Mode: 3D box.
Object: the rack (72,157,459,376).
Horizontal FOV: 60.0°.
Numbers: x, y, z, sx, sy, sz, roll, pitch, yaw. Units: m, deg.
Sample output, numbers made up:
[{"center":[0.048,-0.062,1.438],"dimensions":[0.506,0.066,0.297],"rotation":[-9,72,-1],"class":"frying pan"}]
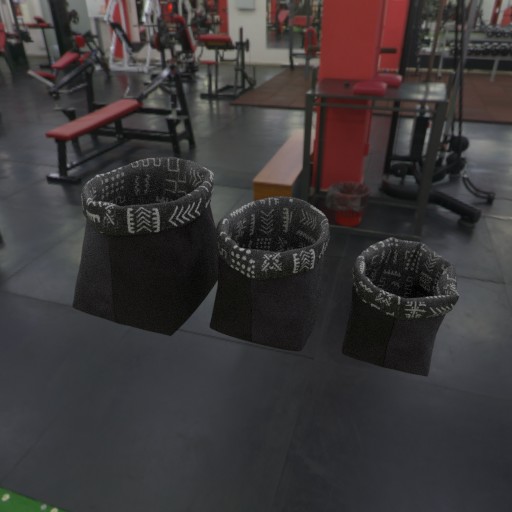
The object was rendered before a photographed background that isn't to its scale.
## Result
[{"center":[0.000,0.000,1.086],"dimensions":[0.905,0.323,0.379],"rotation":[11,32,17],"class":"rack"}]
